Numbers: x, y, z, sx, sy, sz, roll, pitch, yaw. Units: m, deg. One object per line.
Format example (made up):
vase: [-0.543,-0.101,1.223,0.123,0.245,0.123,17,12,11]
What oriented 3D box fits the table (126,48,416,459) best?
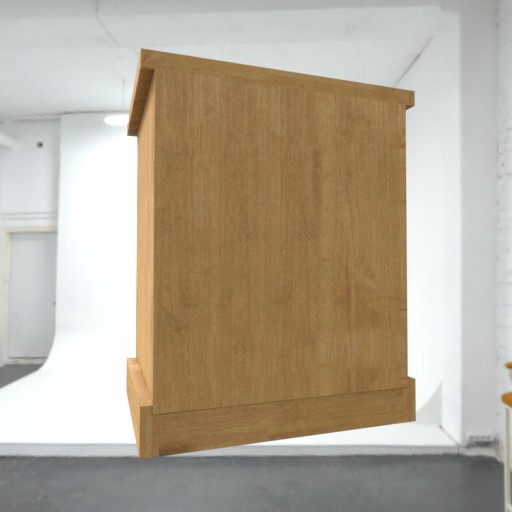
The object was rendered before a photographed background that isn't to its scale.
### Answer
table: [0.000,0.000,1.217,0.660,0.813,0.500,0,-1,-19]
